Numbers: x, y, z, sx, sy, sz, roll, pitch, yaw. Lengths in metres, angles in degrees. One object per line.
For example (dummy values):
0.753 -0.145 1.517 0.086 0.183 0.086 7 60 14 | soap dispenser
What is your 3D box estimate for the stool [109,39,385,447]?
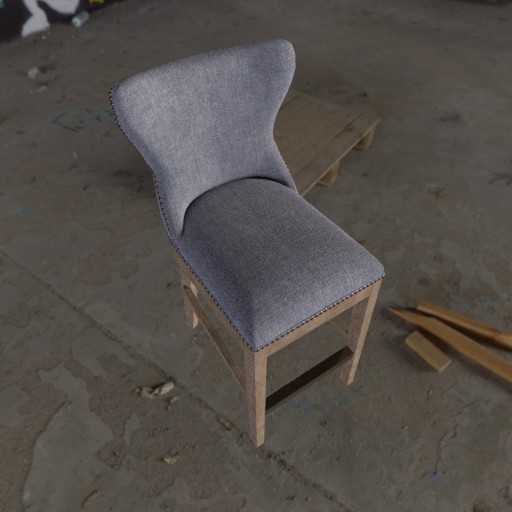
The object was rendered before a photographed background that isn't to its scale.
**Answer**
0.000 0.000 1.278 0.498 0.981 0.608 -26 52 -22 | stool
